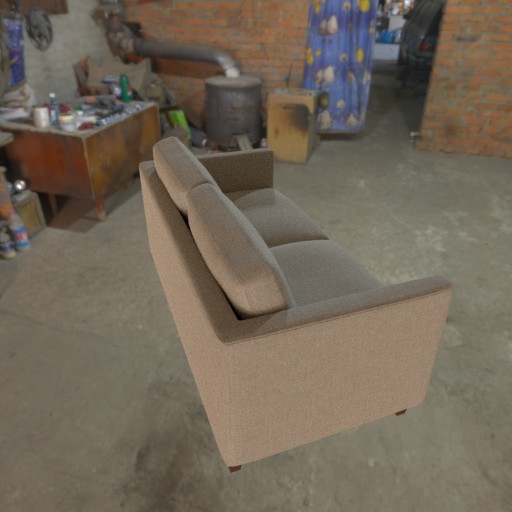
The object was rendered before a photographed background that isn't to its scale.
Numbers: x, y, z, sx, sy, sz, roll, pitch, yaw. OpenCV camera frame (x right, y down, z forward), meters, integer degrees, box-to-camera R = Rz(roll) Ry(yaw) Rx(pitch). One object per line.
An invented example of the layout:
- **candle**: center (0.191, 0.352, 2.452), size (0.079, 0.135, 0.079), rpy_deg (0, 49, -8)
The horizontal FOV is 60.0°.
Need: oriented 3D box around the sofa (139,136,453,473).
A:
- **sofa**: center (0.000, 0.000, 2.398), size (0.951, 0.947, 1.884), rpy_deg (-11, 32, -18)
